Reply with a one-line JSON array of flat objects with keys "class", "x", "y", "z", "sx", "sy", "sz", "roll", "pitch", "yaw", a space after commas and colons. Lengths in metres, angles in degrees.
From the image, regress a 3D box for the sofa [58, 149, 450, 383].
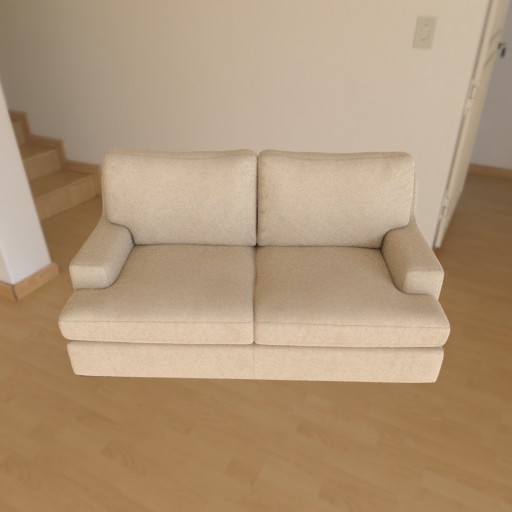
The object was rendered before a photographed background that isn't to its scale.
[{"class": "sofa", "x": 0.000, "y": 0.000, "z": 2.401, "sx": 1.885, "sy": 0.967, "sz": 0.962, "roll": 1, "pitch": 31, "yaw": 1}]
